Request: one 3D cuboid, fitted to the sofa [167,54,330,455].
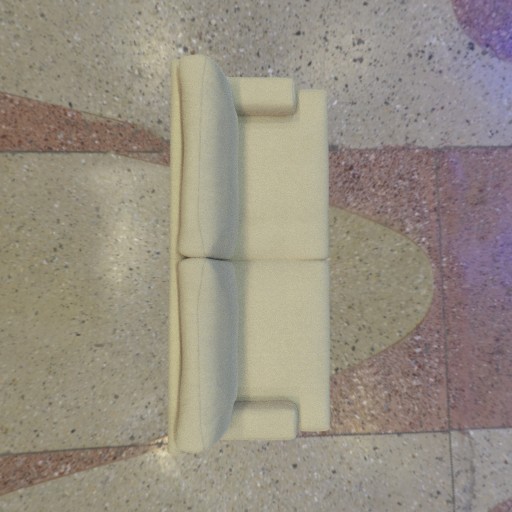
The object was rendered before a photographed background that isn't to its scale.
[{"bbox_3d":[0.000,0.000,2.659,0.929,0.925,2.147,0,87,0],"label":"sofa"}]
